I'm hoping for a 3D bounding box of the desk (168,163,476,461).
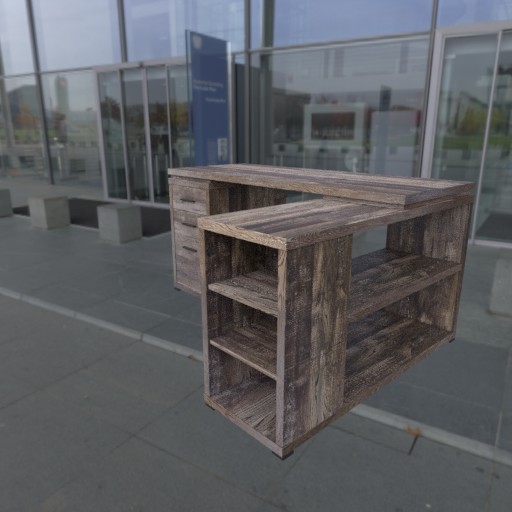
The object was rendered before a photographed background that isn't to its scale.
[{"bbox_3d":[0.000,0.000,2.175,1.200,0.753,1.524,-14,21,-41],"label":"desk"}]
